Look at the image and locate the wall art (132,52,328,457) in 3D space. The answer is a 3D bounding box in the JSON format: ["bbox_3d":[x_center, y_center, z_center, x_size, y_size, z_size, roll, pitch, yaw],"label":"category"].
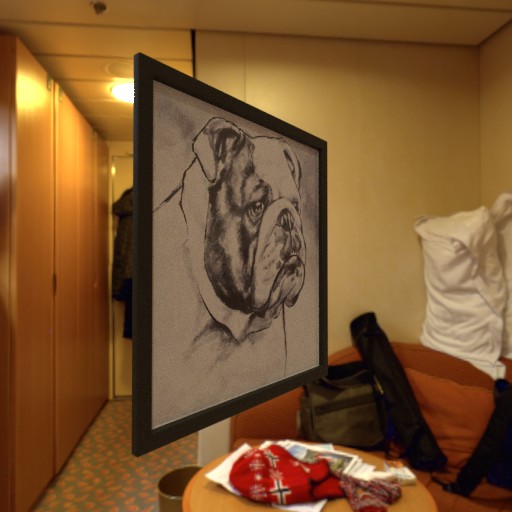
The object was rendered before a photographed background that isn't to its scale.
[{"bbox_3d":[0.000,0.000,0.989,0.016,0.659,0.663,-1,-1,36],"label":"wall art"}]
